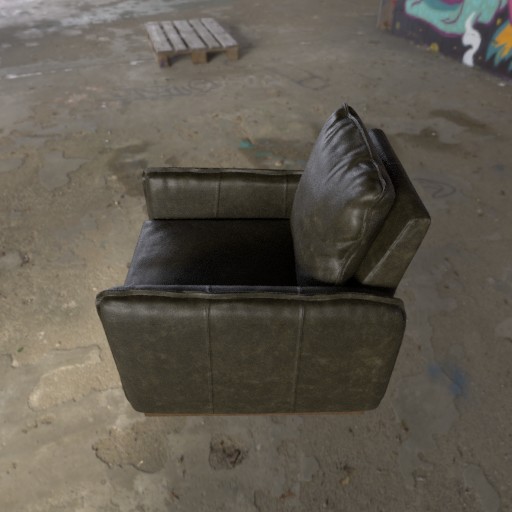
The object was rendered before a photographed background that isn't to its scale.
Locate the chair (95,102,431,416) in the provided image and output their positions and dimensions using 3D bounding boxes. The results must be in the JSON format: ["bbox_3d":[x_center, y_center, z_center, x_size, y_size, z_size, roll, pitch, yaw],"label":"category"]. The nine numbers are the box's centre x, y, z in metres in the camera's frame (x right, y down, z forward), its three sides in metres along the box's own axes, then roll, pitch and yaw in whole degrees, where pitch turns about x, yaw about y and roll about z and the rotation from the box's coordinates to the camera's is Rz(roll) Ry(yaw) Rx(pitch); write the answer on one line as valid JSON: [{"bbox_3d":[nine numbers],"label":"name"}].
[{"bbox_3d":[0.000,0.000,1.591,0.921,0.921,0.830,0,40,-1],"label":"chair"}]
